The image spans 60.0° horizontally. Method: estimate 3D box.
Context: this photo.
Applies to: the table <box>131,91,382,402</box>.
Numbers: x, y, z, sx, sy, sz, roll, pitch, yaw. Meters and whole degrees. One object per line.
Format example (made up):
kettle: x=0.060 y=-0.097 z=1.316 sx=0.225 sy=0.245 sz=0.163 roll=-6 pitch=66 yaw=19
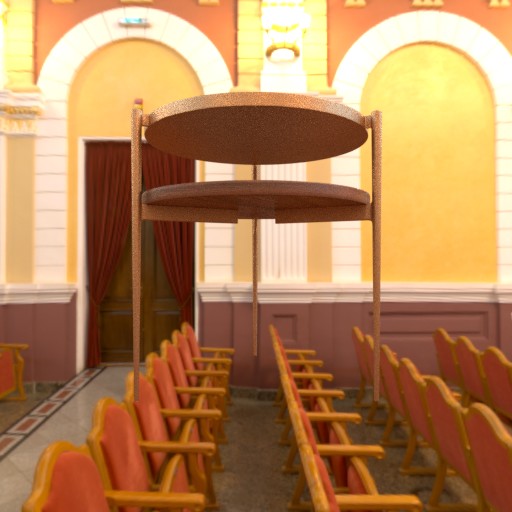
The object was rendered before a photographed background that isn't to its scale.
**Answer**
table: x=0.000 y=0.000 z=0.874 sx=0.430 sy=0.493 sz=0.456 roll=0 pitch=0 yaw=0
